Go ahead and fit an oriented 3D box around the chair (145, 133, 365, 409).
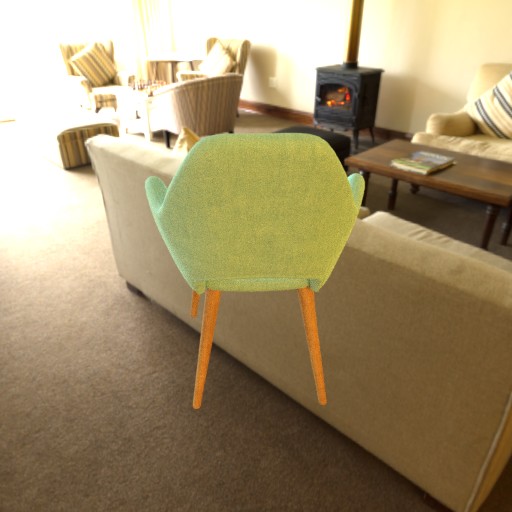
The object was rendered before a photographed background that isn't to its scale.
[{"bbox_3d":[0.000,0.000,1.265,0.590,0.840,0.610,-1,30,-2],"label":"chair"}]
